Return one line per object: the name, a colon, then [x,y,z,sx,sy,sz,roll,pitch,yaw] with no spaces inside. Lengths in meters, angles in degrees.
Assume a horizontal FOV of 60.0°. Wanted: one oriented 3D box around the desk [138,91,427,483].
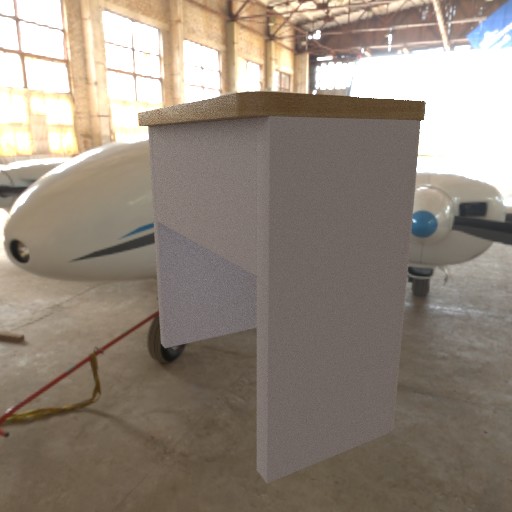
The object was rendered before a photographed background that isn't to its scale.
desk: [0.000,0.000,1.246,0.440,0.790,0.760,-8,17,-28]
